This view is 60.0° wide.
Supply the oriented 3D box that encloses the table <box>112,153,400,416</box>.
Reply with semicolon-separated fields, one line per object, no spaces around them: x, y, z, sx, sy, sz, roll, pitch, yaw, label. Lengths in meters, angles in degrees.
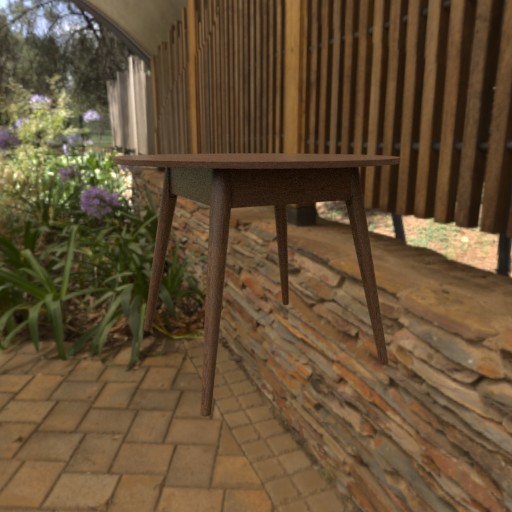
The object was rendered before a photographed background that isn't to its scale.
0.000;0.000;1.791;1.053;0.786;1.053;0;14;0;table
